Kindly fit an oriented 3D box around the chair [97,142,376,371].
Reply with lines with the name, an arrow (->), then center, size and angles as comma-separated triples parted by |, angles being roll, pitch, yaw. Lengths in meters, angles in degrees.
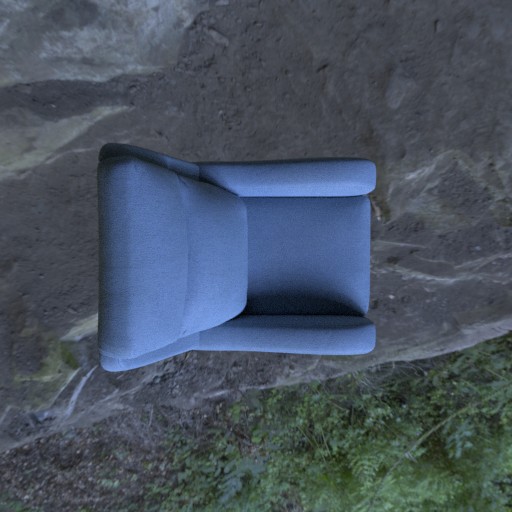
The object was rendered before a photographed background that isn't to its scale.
chair -> 0.000, 0.000, 1.801 | 0.988, 1.067, 0.785 | 0, 91, -1
